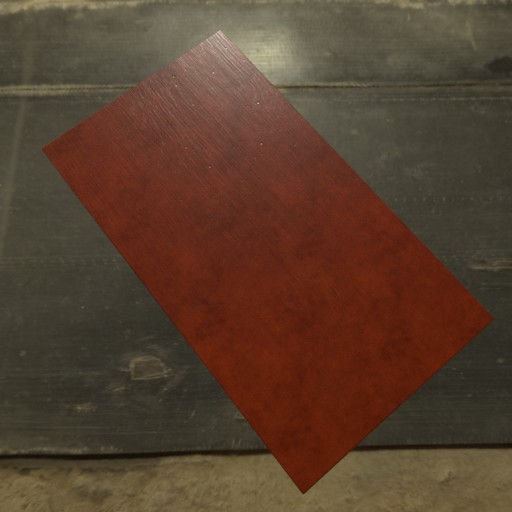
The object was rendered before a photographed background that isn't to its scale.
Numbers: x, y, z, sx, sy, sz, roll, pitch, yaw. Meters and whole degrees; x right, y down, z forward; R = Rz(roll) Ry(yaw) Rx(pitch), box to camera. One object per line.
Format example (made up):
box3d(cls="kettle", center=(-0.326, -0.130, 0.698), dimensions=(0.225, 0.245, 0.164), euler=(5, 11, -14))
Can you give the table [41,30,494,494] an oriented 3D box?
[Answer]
box3d(cls="table", center=(0.000, 0.000, 1.203), dimensions=(0.533, 0.456, 0.943), euler=(-38, 78, -9))
